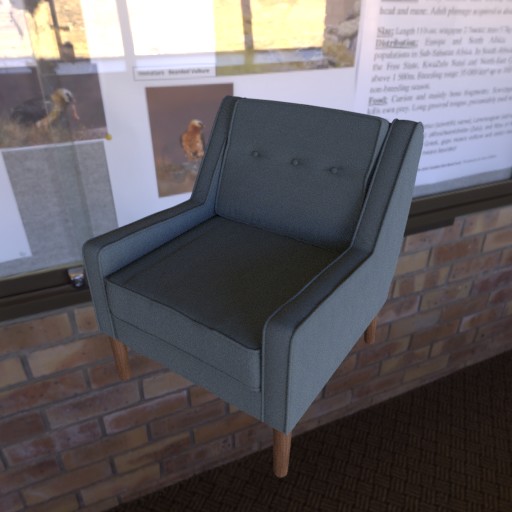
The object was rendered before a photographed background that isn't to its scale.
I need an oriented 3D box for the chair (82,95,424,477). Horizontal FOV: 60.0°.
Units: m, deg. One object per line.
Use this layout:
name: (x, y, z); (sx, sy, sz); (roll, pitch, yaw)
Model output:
chair: (0.000, 0.000, 1.305); (0.663, 0.780, 0.733); (19, 36, 29)
